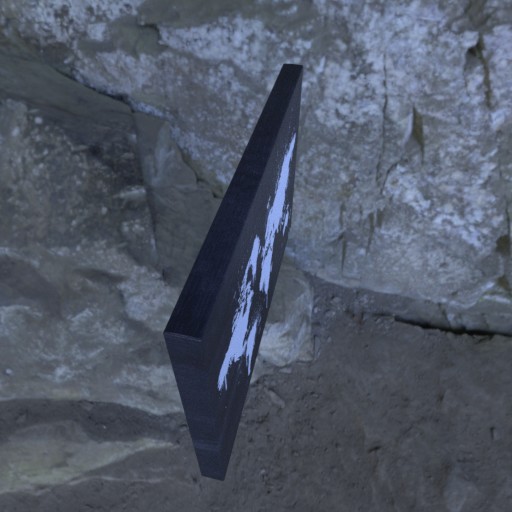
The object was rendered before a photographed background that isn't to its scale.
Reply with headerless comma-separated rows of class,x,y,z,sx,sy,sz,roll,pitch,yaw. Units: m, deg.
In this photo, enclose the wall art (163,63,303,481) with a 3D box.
wall art,0.000,0.000,0.763,0.038,0.409,0.610,10,47,9
